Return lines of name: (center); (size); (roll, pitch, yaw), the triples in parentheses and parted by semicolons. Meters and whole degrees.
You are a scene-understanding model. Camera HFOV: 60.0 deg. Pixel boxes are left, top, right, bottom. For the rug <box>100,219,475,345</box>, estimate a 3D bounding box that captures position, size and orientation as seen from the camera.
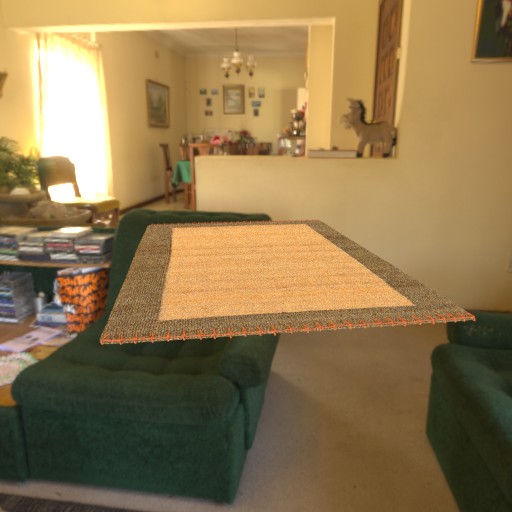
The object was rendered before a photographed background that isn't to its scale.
rug: (0.000, 0.000, 2.245); (1.220, 0.019, 1.838); (-2, 15, -8)
